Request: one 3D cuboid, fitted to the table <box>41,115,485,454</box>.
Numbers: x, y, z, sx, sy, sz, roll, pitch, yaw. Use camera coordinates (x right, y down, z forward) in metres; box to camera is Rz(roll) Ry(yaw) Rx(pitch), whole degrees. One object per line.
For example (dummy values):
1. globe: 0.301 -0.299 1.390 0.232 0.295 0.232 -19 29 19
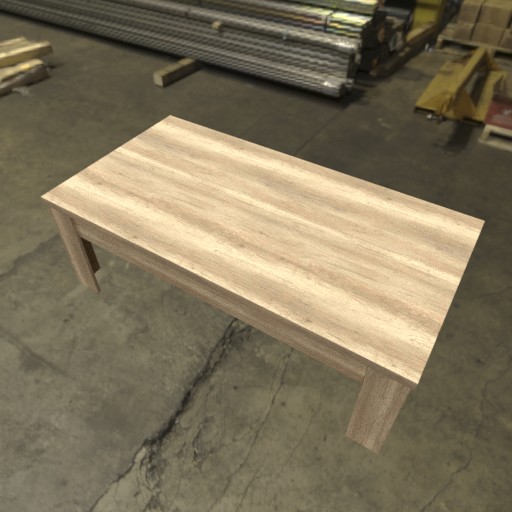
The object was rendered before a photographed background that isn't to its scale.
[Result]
1. table: 0.000 0.000 1.675 1.350 0.460 0.700 24 50 22
